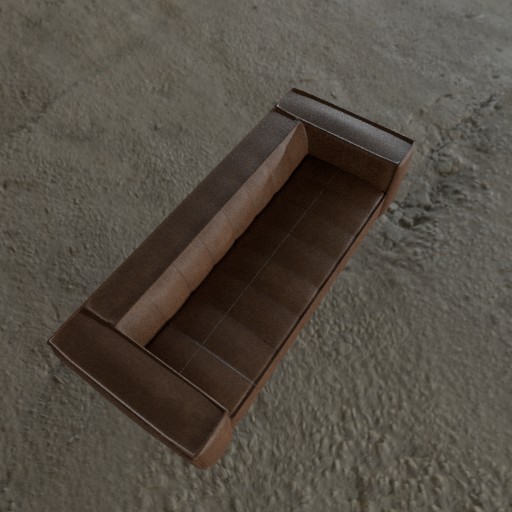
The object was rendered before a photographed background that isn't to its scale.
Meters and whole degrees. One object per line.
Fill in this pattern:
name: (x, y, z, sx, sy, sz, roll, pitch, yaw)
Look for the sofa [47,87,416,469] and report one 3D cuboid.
sofa: (0.000, 0.000, 3.067, 1.102, 0.701, 2.581, 31, 64, 17)
